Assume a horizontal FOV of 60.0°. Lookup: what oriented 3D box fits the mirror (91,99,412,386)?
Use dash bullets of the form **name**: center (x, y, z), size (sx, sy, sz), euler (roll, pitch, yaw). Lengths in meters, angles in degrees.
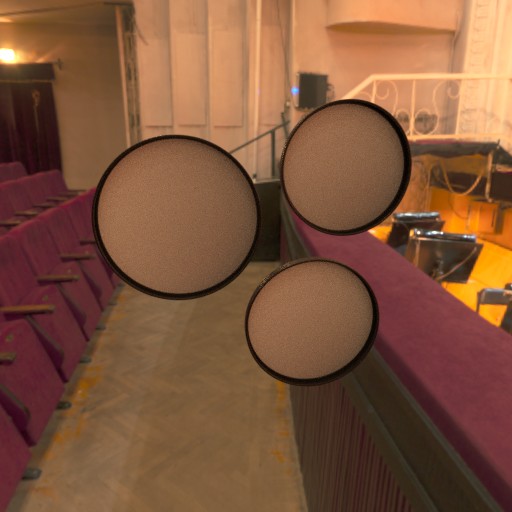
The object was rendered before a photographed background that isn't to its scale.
- **mirror**: center (0.000, 0.000, 3.119), size (2.160, 2.096, 0.076), euler (-2, 16, -7)
